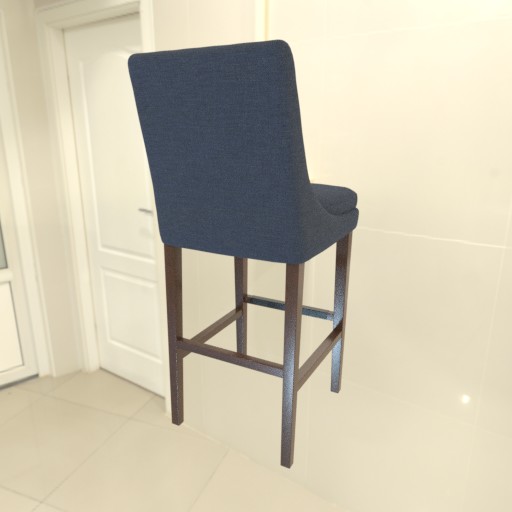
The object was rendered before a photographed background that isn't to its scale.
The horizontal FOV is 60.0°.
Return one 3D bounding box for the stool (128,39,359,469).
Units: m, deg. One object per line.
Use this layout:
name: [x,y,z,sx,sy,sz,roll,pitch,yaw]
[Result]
stool: [0.000,0.000,1.326,0.470,1.078,0.577,9,19,27]
